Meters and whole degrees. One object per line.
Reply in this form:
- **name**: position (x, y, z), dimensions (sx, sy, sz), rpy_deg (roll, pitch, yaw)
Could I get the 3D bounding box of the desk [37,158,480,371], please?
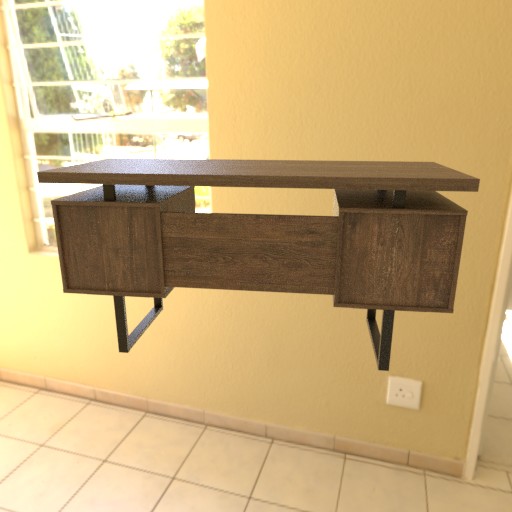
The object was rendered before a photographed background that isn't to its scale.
- **desk**: position (0.000, 0.000, 1.908), dimensions (1.524, 0.760, 0.600), rpy_deg (2, 17, 7)
